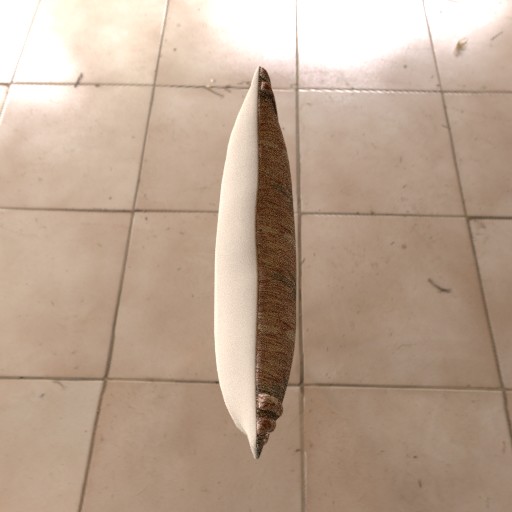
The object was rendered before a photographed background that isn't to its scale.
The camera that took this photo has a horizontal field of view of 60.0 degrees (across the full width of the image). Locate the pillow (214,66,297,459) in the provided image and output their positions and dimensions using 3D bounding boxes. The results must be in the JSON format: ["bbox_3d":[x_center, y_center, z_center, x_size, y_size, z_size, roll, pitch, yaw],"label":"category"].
[{"bbox_3d":[0.000,0.000,0.764,0.139,0.282,0.635,0,65,0],"label":"pillow"}]
